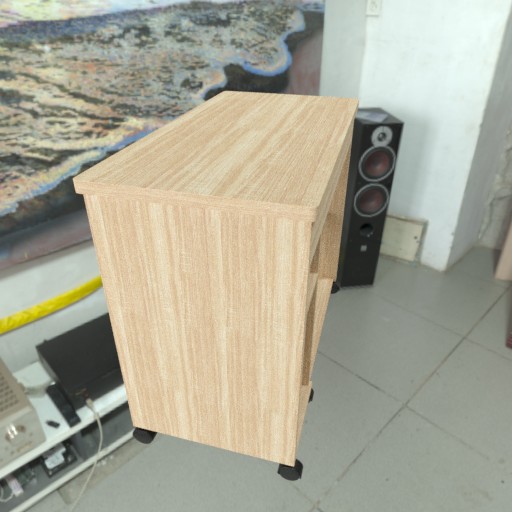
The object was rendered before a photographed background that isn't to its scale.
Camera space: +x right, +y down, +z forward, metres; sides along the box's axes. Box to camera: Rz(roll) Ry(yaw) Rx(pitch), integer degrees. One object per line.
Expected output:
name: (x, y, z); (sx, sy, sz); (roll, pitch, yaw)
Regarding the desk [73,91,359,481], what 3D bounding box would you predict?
desk: (0.000, 0.000, 1.342); (0.480, 0.770, 0.884); (8, 32, 13)
